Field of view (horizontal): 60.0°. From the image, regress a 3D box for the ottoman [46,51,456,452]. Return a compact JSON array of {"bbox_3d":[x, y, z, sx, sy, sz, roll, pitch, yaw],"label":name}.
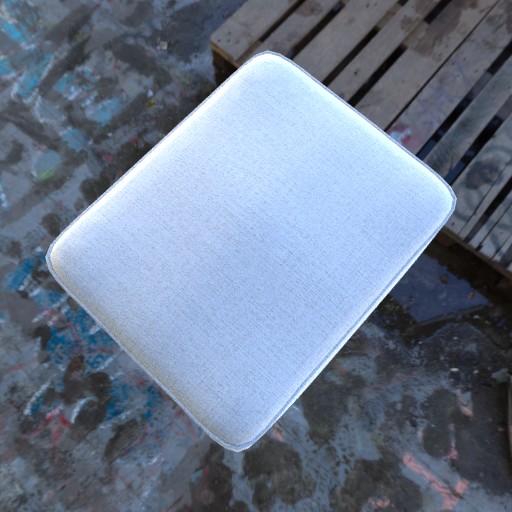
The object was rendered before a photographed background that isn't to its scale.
[{"bbox_3d":[0.000,0.000,1.114,0.589,0.537,0.738,42,79,10],"label":"ottoman"}]
